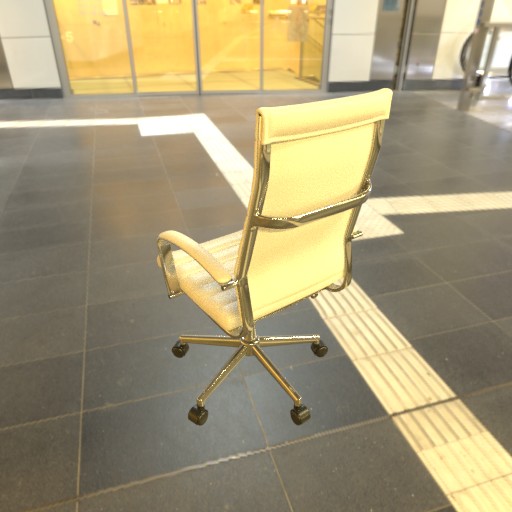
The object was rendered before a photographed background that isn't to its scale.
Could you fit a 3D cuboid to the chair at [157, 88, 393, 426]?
[{"bbox_3d":[0.000,0.000,1.547,0.679,1.149,0.679,-20,36,-31],"label":"chair"}]
